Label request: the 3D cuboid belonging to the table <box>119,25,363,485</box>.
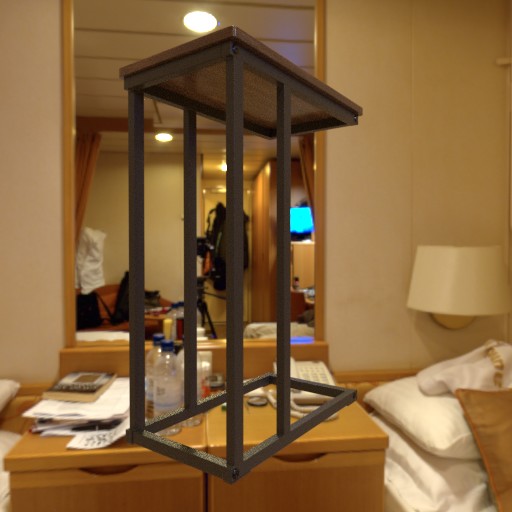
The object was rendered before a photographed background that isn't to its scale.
[{"bbox_3d":[0.000,0.000,0.862,0.254,0.637,0.450,1,1,36],"label":"table"}]
